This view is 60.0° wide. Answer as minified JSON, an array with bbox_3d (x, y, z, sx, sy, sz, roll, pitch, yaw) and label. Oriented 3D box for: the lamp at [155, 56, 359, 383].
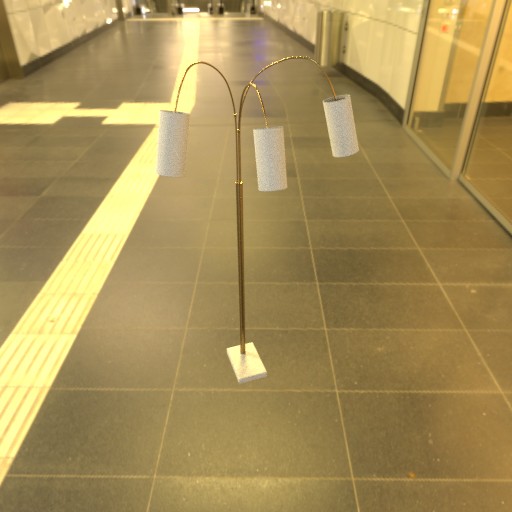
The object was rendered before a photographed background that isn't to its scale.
[{"bbox_3d":[0.000,0.000,2.525,1.020,2.055,0.667,-10,34,-16],"label":"lamp"}]
